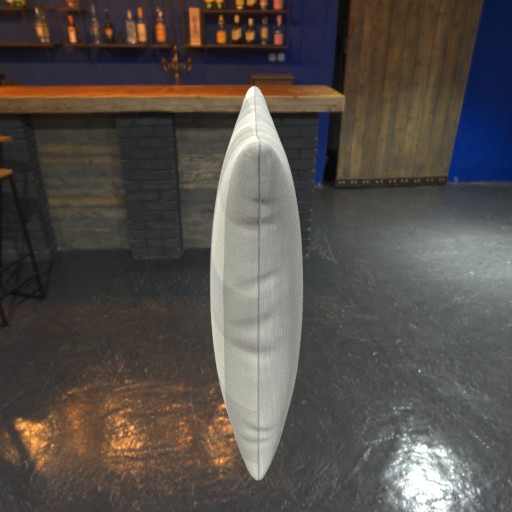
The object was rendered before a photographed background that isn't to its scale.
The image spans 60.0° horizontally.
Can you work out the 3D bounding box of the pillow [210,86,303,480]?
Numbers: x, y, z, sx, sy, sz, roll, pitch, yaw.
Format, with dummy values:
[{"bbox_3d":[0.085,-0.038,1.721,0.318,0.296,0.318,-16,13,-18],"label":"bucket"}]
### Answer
[{"bbox_3d":[0.000,0.000,0.779,0.161,0.509,0.511,0,27,-1],"label":"pillow"}]
